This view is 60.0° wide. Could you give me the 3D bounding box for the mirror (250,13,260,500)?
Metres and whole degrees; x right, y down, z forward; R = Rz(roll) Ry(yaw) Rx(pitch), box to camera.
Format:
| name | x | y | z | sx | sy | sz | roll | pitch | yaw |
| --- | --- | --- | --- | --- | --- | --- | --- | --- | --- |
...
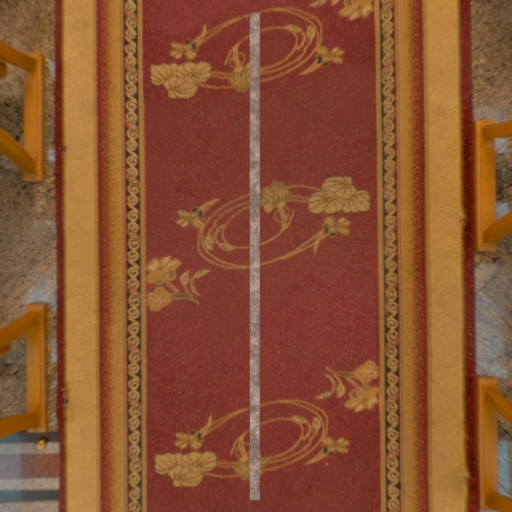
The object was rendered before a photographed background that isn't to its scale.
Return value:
| name | x | y | z | sx | sy | sz | roll | pitch | yaw |
| --- | --- | --- | --- | --- | --- | --- | --- | --- | --- |
| mirror | 0.000 | 0.000 | 1.401 | 0.022 | 0.795 | 1.101 | 0 | 91 | 0 |
